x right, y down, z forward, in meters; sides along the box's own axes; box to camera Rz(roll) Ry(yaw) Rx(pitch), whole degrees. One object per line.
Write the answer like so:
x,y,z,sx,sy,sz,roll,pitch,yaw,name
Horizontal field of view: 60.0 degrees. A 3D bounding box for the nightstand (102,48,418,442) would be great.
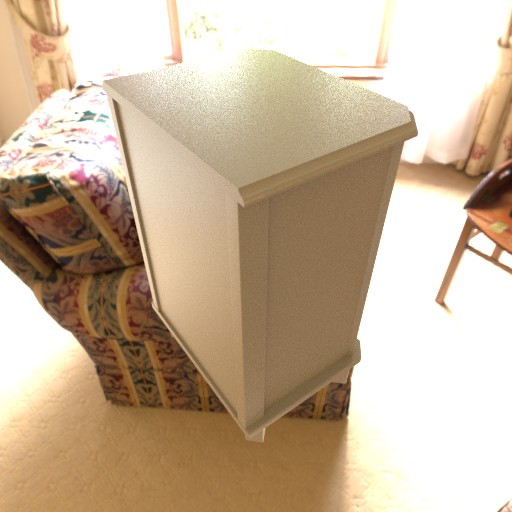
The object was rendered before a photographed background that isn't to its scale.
0.000,0.000,0.930,0.348,0.680,0.435,-26,48,-26,nightstand
